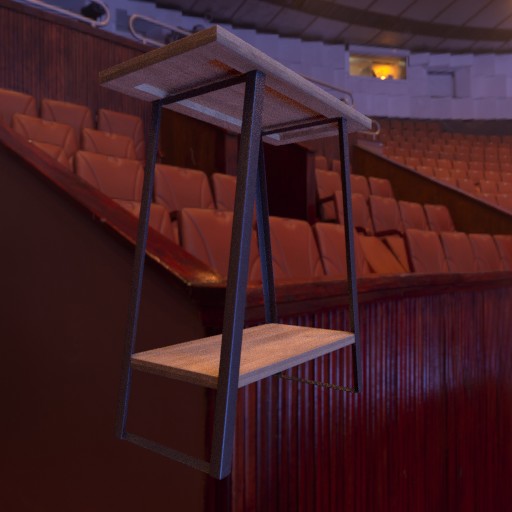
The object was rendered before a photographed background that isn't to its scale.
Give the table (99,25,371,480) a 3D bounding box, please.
[{"bbox_3d":[0.000,0.000,0.996,0.300,0.701,0.599,0,1,37],"label":"table"}]
